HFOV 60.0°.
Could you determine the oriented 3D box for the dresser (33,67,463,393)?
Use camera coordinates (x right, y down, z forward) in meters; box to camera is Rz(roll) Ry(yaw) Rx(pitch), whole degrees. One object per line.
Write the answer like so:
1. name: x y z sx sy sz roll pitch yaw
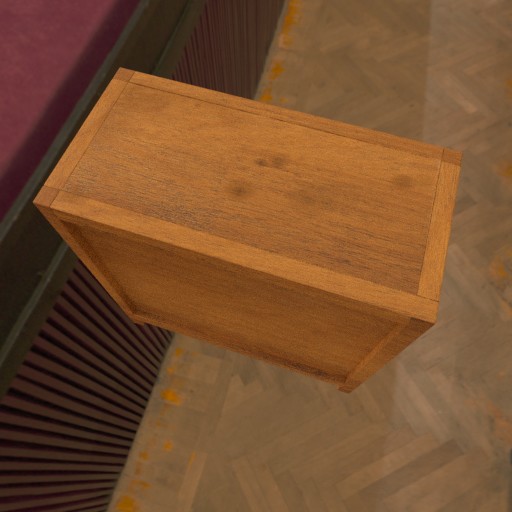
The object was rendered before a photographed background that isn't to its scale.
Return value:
1. dresser: 0.000 0.000 1.280 0.804 0.804 0.427 17 65 8
